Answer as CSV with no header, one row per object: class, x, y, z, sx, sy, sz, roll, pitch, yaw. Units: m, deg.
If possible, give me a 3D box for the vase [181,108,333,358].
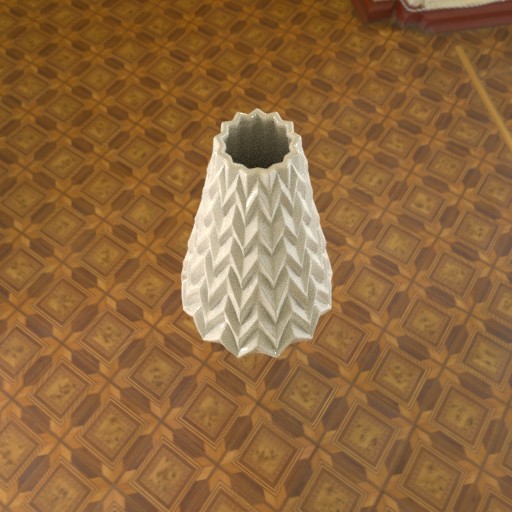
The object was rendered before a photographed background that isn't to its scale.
vase,0.000,0.000,0.425,0.167,0.328,0.167,0,63,0
